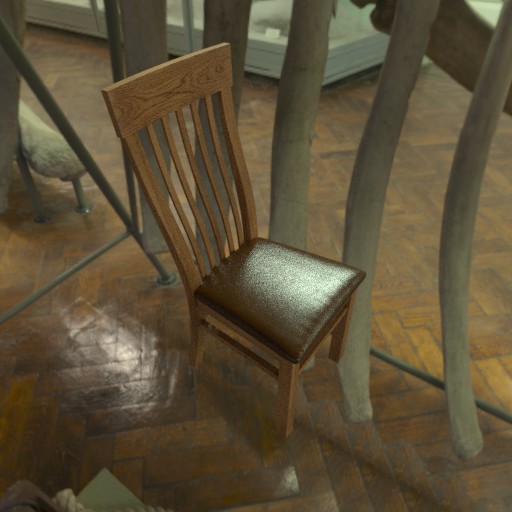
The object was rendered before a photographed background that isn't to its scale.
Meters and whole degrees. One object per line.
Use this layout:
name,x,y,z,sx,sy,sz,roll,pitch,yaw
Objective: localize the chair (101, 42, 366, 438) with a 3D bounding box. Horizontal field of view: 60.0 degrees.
chair,0.000,0.000,1.375,0.580,1.050,0.450,25,47,26
